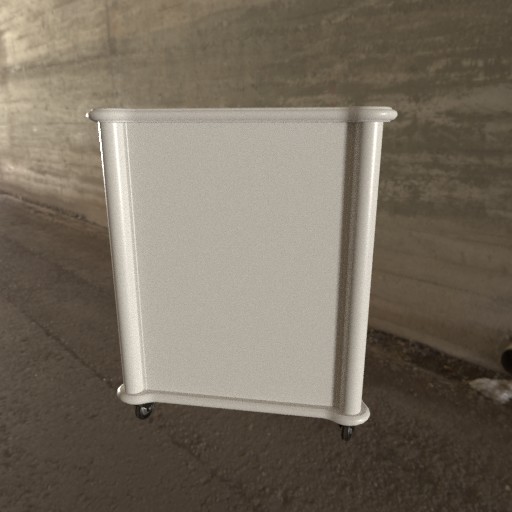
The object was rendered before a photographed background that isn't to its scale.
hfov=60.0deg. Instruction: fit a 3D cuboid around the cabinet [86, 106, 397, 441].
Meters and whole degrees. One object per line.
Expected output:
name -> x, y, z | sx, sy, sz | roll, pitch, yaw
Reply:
cabinet -> 0.000, 0.000, 1.233 | 0.628, 0.761, 0.627 | 3, 16, 9
